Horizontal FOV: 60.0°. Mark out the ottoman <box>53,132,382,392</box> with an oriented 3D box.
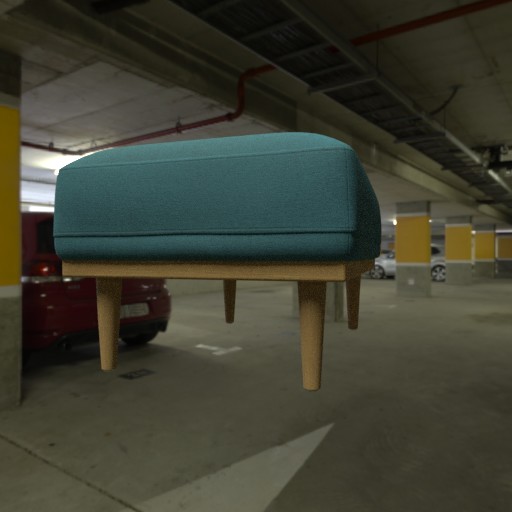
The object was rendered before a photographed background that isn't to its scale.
[{"bbox_3d":[0.000,0.000,1.055,0.549,0.428,0.749,0,0,18],"label":"ottoman"}]
